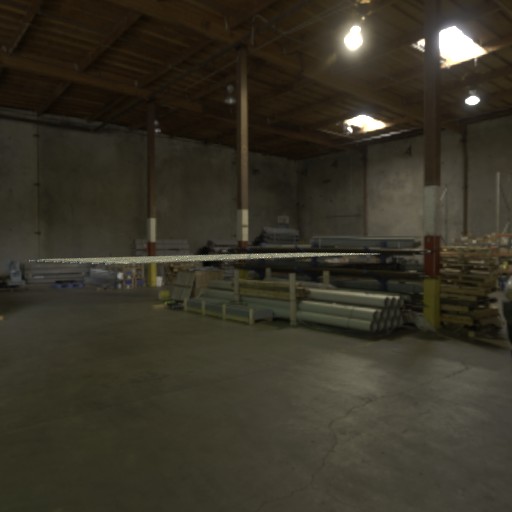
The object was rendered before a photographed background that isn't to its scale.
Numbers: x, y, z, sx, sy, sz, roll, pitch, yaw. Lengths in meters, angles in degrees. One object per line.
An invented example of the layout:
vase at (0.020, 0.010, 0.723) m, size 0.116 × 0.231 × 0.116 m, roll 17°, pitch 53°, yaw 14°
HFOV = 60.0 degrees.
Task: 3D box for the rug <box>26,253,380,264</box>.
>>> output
rug at (0.000, 0.000, 2.585) m, size 0.620 × 0.008 × 2.372 m, roll 1°, pitch 2°, yaw 37°
